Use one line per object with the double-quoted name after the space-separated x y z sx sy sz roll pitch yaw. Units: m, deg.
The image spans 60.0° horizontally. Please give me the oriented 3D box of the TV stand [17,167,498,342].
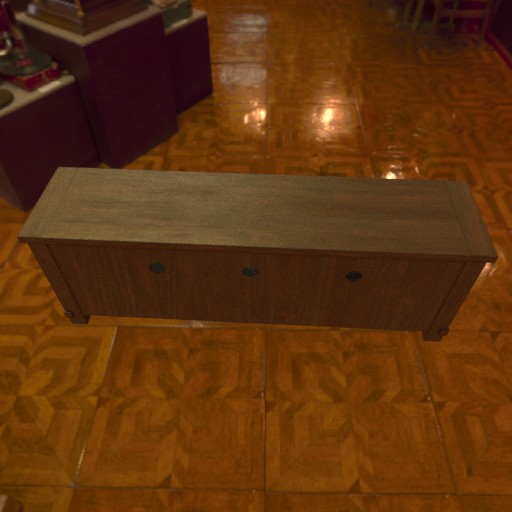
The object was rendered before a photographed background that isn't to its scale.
0.000 0.000 2.093 1.866 0.615 0.471 2 48 2 "TV stand"
